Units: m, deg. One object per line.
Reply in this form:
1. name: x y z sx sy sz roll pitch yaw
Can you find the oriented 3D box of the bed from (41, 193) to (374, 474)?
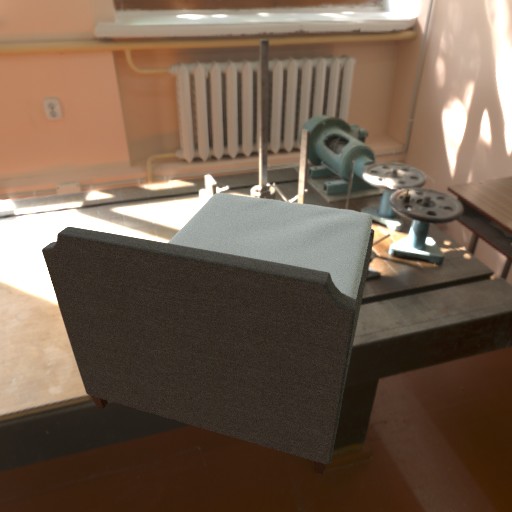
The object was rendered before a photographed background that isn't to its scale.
1. bed: 0.000 0.000 3.479 1.713 1.457 2.381 10 34 15
